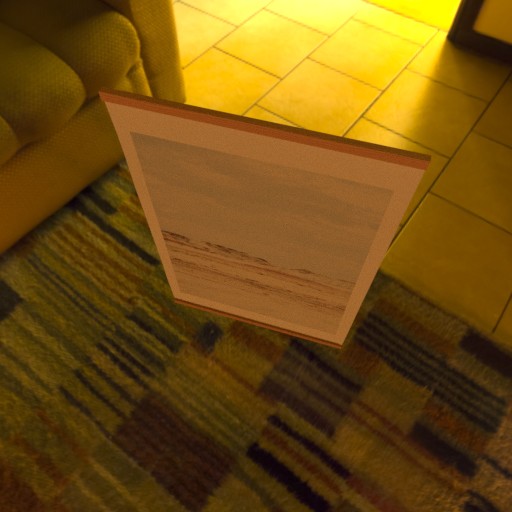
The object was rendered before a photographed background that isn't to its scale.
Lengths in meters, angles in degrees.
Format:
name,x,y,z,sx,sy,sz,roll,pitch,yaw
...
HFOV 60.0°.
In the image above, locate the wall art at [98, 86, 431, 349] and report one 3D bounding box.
name,x,y,z,sx,sy,sz,roll,pitch,yaw
wall art,0.000,0.000,1.952,1.011,1.521,0.025,14,60,9
